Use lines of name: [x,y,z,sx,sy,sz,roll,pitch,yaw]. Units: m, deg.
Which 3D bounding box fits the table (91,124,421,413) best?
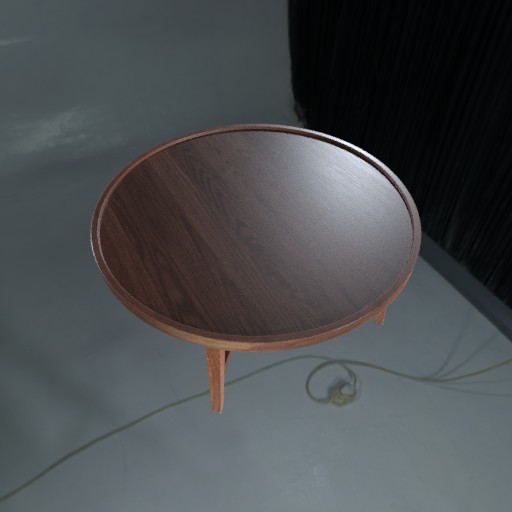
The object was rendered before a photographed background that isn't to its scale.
table: [0.000,0.000,1.238,0.800,0.360,0.800,0,46,0]
